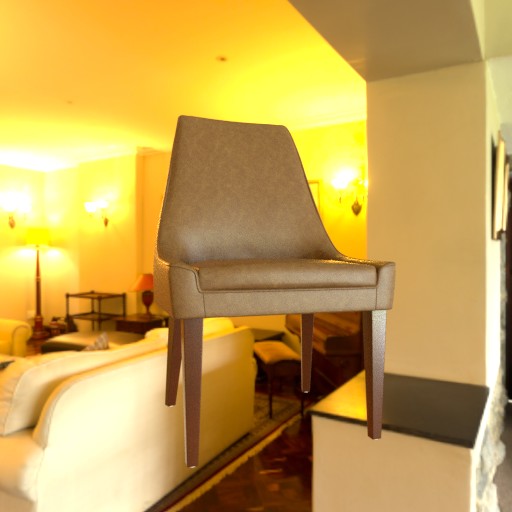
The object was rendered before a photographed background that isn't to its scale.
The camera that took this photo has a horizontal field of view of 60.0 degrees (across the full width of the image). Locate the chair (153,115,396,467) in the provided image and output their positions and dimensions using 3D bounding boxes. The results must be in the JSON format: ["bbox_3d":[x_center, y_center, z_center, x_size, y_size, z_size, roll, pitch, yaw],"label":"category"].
[{"bbox_3d":[0.000,0.000,1.193,0.529,0.861,0.544,0,0,-18],"label":"chair"}]
